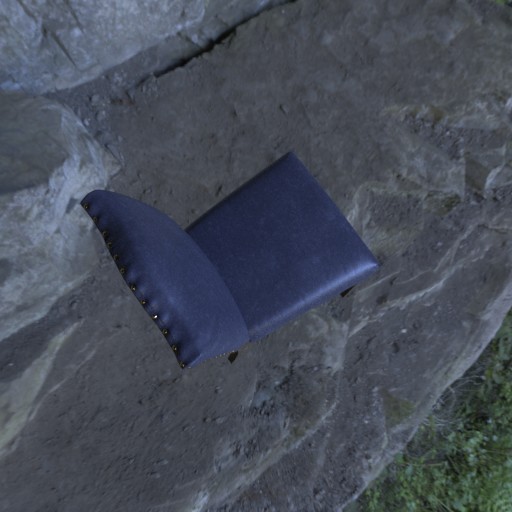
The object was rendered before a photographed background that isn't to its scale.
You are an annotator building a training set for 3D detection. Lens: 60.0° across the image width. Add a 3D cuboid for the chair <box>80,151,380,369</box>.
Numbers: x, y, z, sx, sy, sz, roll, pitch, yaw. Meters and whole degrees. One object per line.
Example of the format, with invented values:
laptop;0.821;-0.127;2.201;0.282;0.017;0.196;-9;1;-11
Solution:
chair;0.000;0.000;1.385;0.633;0.991;0.500;-33;77;-9
